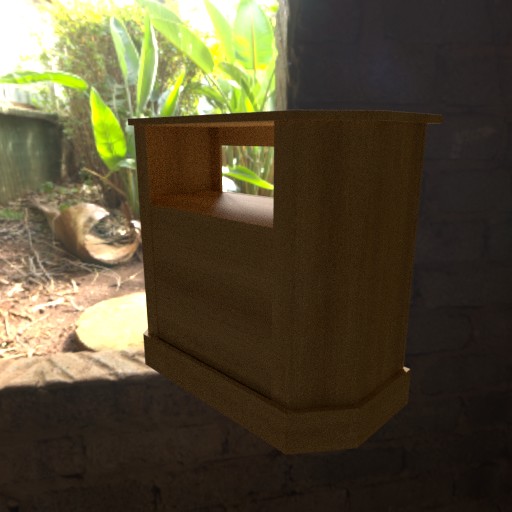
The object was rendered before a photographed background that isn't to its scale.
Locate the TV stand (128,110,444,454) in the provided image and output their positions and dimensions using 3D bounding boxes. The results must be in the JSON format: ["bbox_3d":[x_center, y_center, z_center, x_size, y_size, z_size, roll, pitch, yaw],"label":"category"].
[{"bbox_3d":[0.000,0.000,1.310,0.851,0.781,0.425,14,21,43],"label":"TV stand"}]
